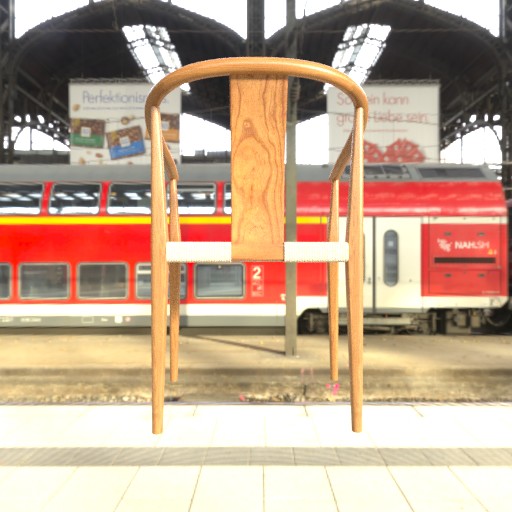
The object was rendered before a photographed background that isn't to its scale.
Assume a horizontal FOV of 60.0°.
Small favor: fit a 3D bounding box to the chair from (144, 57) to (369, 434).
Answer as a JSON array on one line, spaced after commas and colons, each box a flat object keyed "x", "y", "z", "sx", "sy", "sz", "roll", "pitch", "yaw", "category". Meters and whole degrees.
[{"x": 0.000, "y": 0.000, "z": 1.169, "sx": 0.556, "sy": 0.800, "sz": 0.579, "roll": 0, "pitch": 0, "yaw": -1, "category": "chair"}]
